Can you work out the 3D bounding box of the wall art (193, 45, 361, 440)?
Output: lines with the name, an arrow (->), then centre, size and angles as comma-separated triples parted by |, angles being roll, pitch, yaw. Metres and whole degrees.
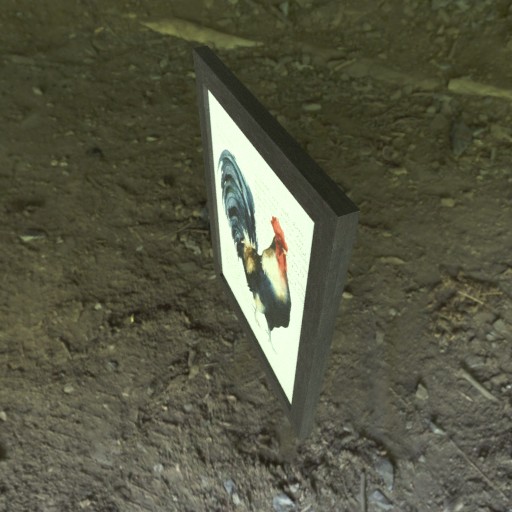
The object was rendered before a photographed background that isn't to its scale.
wall art -> 0.000, 0.000, 0.817 | 0.027, 0.580, 0.479 | -18, 49, -16
